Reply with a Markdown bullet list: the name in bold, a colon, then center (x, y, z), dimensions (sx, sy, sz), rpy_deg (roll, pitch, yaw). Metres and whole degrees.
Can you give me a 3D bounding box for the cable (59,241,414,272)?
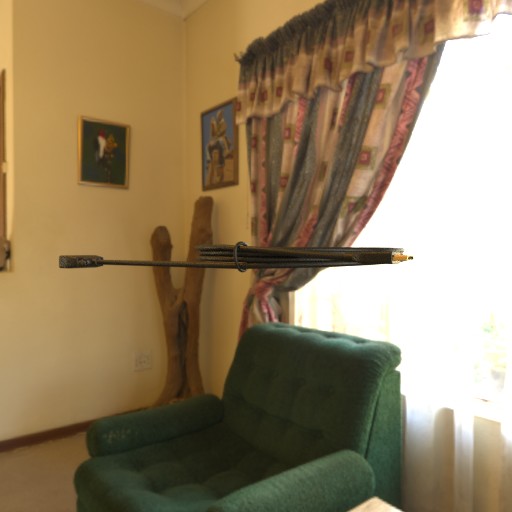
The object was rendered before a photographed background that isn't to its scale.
- **cable**: center (0.000, 0.000, 0.529), dimensions (0.422, 0.030, 0.257), rpy_deg (1, 1, 35)
